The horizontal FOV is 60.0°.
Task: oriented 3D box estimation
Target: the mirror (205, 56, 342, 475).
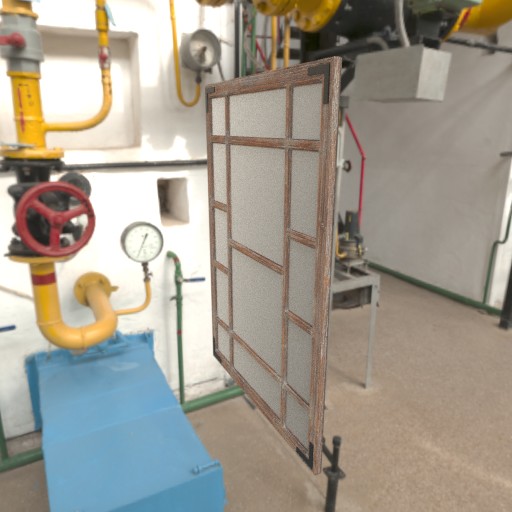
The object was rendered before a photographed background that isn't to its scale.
[{"bbox_3d":[0.000,0.000,1.308,0.025,0.996,0.705,-8,18,-26],"label":"mirror"}]
